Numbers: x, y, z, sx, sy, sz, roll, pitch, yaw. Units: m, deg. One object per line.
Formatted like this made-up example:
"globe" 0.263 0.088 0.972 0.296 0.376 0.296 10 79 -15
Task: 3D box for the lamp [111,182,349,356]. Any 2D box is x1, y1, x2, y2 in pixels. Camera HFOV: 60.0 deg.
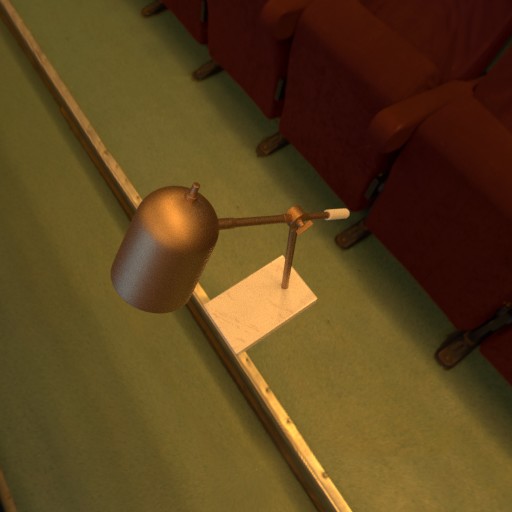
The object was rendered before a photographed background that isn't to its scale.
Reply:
"lamp" 0.000 0.000 0.823 0.471 0.603 0.144 -32 68 -14
